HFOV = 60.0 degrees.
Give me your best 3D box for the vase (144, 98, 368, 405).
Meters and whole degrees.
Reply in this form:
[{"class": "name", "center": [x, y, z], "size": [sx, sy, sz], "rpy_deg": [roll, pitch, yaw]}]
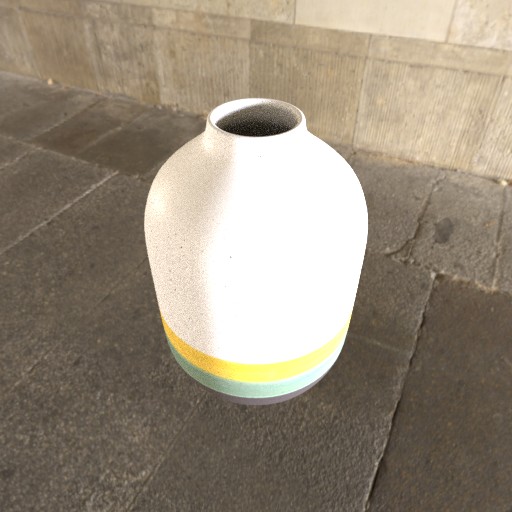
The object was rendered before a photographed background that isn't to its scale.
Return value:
[{"class": "vase", "center": [0.000, 0.000, 0.366], "size": [0.169, 0.240, 0.169], "rpy_deg": [0, 41, 0]}]
